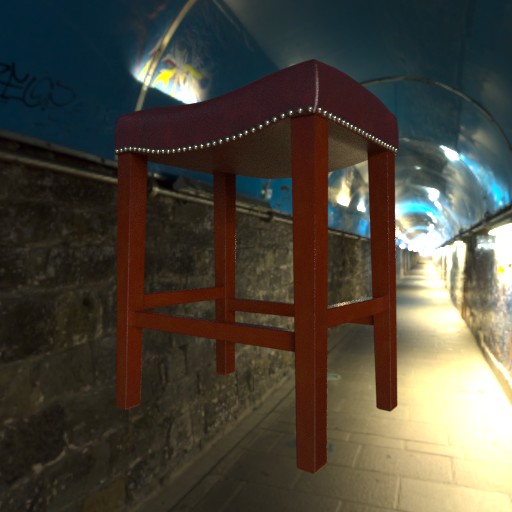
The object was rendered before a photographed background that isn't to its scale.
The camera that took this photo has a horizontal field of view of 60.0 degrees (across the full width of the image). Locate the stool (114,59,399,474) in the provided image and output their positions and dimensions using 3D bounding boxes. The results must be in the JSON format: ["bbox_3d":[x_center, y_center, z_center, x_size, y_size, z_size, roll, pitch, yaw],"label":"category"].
[{"bbox_3d":[0.000,0.000,0.960,0.504,0.657,0.372,0,1,37],"label":"stool"}]
